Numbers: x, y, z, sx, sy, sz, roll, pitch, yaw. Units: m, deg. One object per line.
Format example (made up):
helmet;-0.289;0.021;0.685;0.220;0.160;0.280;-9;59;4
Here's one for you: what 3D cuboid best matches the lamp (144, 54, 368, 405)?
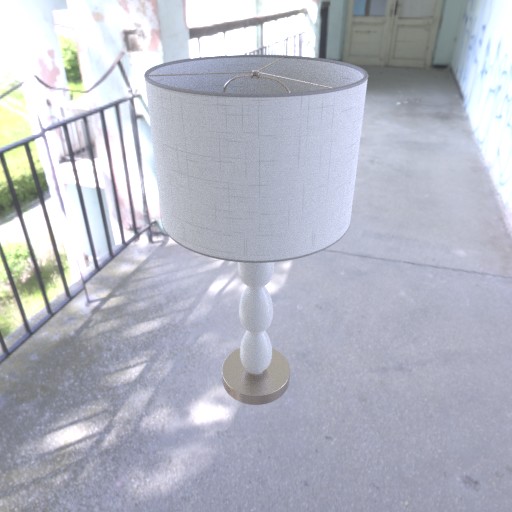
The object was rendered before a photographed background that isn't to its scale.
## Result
lamp;0.000;0.000;0.714;0.282;0.559;0.280;10;33;16
